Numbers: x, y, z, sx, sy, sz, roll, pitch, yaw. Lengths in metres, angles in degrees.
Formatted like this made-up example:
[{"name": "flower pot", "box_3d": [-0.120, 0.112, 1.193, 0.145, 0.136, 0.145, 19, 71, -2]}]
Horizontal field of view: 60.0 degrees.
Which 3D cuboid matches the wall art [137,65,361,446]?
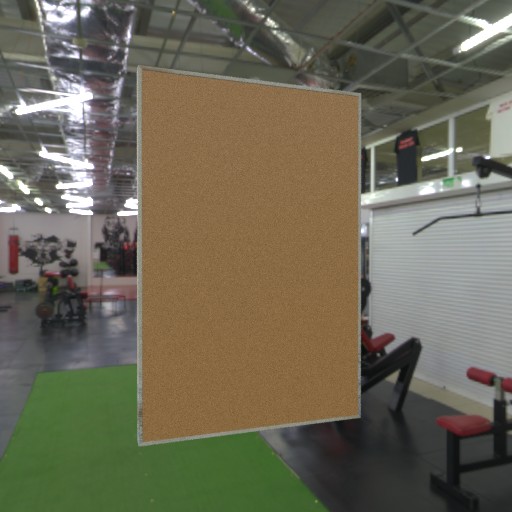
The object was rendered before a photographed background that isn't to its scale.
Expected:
[{"name": "wall art", "box_3d": [0.000, 0.000, 0.983, 0.508, 0.764, 0.038, 0, 0, -18]}]
